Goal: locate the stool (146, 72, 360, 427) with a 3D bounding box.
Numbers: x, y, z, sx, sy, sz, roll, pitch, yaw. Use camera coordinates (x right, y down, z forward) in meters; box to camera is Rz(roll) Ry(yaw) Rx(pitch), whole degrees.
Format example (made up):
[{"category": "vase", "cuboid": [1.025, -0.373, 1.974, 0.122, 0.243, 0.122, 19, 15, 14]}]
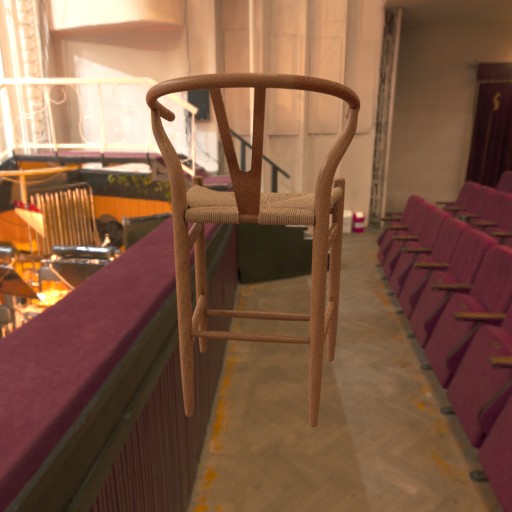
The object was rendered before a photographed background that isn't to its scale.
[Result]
[{"category": "stool", "cuboid": [0.000, 0.000, 1.287, 0.536, 0.923, 0.575, 2, 15, 8]}]
